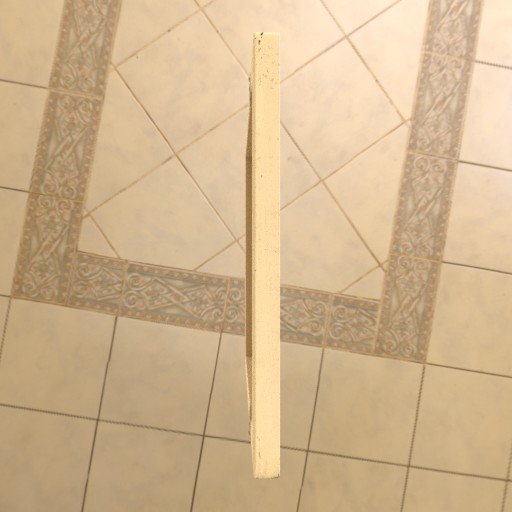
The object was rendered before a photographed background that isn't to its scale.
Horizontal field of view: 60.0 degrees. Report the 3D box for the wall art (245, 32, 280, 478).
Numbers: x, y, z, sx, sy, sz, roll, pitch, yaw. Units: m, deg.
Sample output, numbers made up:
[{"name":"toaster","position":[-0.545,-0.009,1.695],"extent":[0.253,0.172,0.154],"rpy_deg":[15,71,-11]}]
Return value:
[{"name":"wall art","position":[0.000,0.000,0.907],"extent":[0.040,0.611,0.610],"rpy_deg":[0,90,-2]}]
